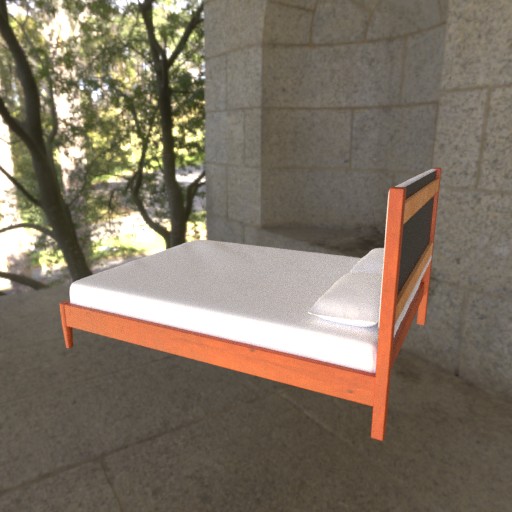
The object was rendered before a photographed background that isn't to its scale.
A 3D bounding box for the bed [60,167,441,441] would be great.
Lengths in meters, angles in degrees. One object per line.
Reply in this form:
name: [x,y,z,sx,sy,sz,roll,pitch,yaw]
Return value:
bed: [0.000,0.000,3.040,2.117,1.165,1.566,7,16,26]
